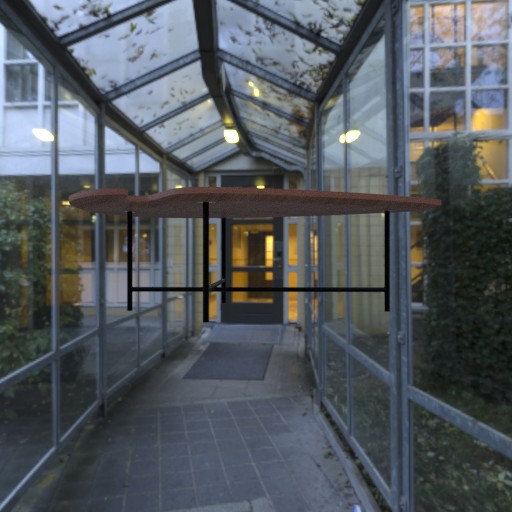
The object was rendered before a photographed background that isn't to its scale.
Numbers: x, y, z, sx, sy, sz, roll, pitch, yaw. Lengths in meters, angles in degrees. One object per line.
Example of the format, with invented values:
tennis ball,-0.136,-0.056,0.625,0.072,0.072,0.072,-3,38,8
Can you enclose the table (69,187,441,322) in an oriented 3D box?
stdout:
table,0.000,0.000,1.450,1.199,0.360,0.598,0,0,1
